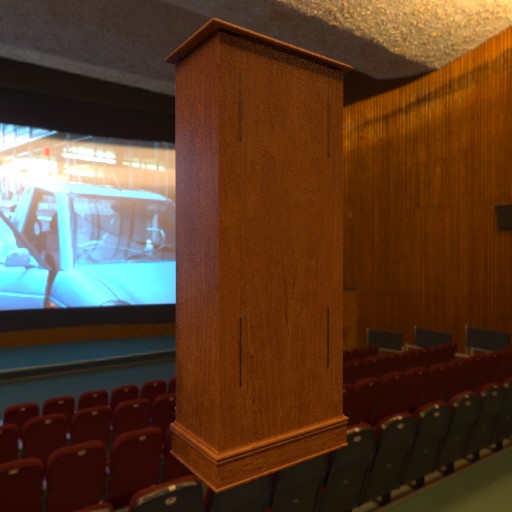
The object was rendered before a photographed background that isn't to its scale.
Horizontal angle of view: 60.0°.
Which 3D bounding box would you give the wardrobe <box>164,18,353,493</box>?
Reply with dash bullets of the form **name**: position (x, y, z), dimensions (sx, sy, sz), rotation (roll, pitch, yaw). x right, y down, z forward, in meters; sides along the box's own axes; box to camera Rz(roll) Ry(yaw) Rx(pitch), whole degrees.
- **wardrobe**: position (0.000, 0.000, 1.113), dimensions (0.406, 0.959, 0.273), rotation (0, 1, -36)
